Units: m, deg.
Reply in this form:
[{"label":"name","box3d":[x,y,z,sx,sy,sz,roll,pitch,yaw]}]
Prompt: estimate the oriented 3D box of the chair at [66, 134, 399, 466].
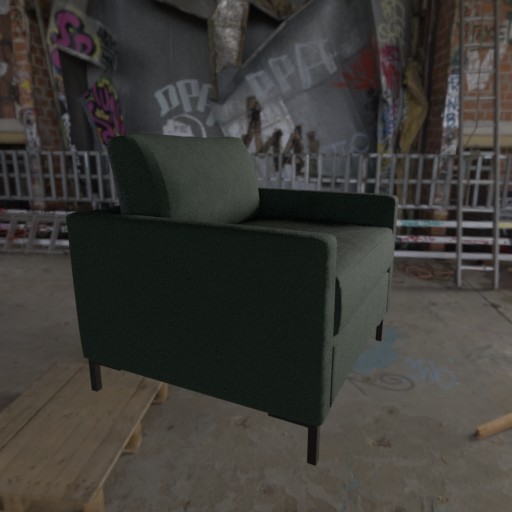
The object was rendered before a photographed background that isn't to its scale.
[{"label":"chair","box3d":[0.000,0.000,1.627,0.866,0.861,0.963,7,17,26]}]
